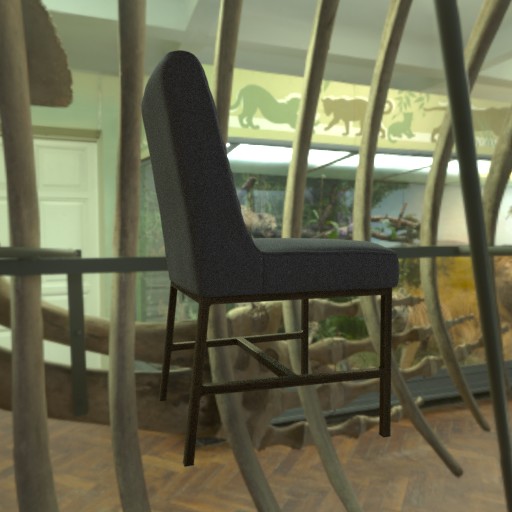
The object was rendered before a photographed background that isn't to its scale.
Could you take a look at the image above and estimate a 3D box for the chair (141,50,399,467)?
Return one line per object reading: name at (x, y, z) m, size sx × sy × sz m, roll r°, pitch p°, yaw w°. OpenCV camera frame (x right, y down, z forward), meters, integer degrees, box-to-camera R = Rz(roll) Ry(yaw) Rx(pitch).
chair at (0.000, 0.000, 1.222) m, size 0.587 × 0.889 × 0.508 m, roll -1°, pitch 2°, yaw -20°
